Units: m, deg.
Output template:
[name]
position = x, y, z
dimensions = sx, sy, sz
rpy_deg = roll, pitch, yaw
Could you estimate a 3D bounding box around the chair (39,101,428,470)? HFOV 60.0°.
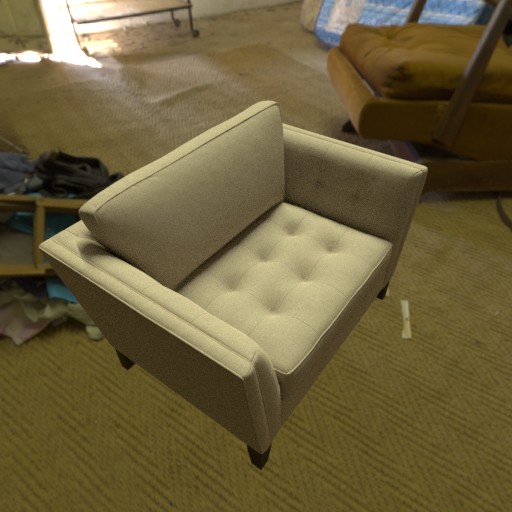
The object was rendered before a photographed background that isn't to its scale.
[chair]
position = 0.000, 0.000, 2.016
dimensions = 0.965, 0.940, 1.397
rpy_deg = 26, 47, 27
